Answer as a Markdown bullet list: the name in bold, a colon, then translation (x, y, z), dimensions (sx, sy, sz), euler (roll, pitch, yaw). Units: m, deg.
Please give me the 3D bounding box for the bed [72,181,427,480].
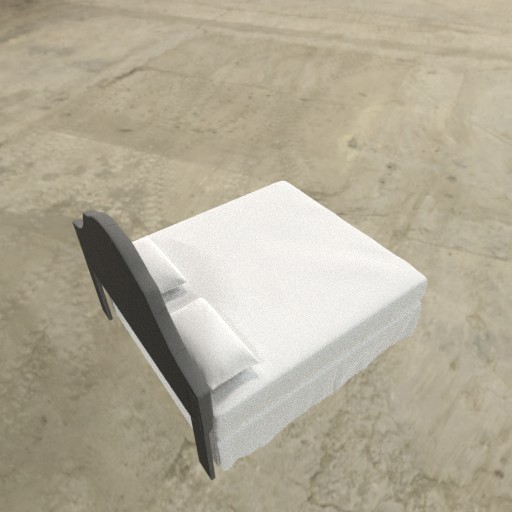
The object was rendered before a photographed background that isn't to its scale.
- **bed**: translation (0.000, 0.000, 3.617), dimensions (2.214, 1.615, 2.008), euler (-26, 48, -26)
